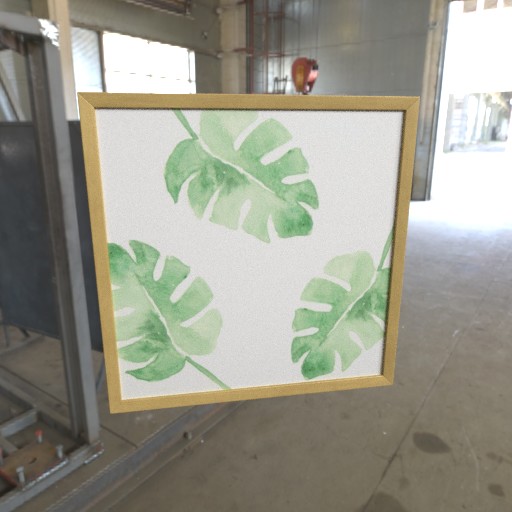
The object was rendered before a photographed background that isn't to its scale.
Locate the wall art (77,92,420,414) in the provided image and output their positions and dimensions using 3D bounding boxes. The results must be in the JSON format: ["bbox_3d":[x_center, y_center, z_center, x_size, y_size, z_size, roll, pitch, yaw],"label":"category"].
[{"bbox_3d":[0.000,0.000,0.448,0.305,0.305,0.038,-3,16,-10],"label":"wall art"}]
